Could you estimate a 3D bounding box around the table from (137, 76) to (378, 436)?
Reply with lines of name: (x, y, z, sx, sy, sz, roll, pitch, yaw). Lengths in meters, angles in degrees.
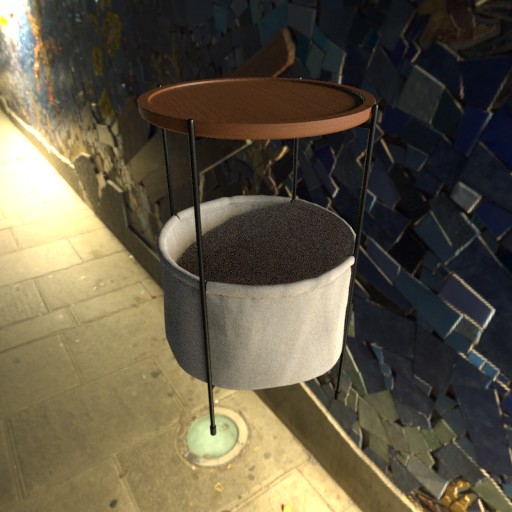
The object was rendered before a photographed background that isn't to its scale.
table: (0.000, 0.000, 0.892, 0.393, 0.623, 0.393, -10, 32, -16)
